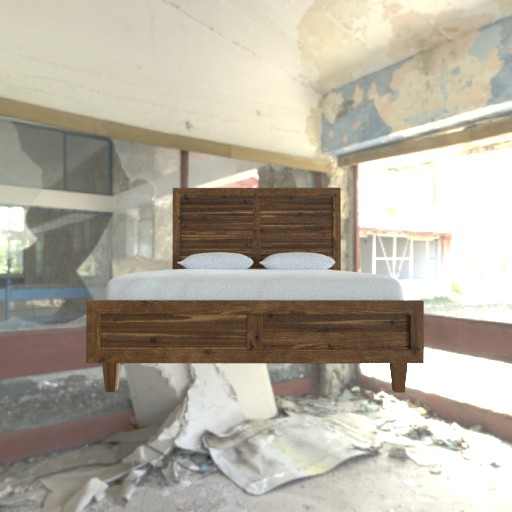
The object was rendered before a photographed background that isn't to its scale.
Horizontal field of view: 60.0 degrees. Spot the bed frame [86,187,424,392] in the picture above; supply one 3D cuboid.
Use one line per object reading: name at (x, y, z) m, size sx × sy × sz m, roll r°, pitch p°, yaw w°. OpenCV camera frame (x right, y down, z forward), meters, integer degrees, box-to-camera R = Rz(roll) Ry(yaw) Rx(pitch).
bed frame at (0.000, 0.000, 3.368) m, size 1.696 × 1.417 × 2.276 m, roll 0°, pitch -1°, yaw 0°
